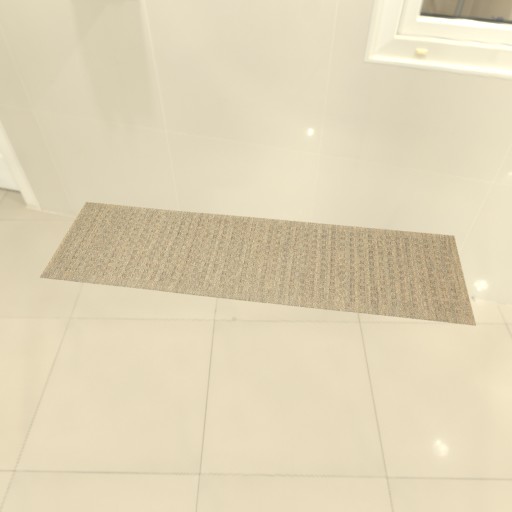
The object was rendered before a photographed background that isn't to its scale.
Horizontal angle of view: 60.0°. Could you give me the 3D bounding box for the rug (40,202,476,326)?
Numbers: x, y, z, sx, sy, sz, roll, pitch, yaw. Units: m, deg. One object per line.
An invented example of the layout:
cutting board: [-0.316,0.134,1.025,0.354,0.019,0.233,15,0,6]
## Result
rug: [0.000,0.000,2.684,2.437,0.005,0.688,6,47,5]
